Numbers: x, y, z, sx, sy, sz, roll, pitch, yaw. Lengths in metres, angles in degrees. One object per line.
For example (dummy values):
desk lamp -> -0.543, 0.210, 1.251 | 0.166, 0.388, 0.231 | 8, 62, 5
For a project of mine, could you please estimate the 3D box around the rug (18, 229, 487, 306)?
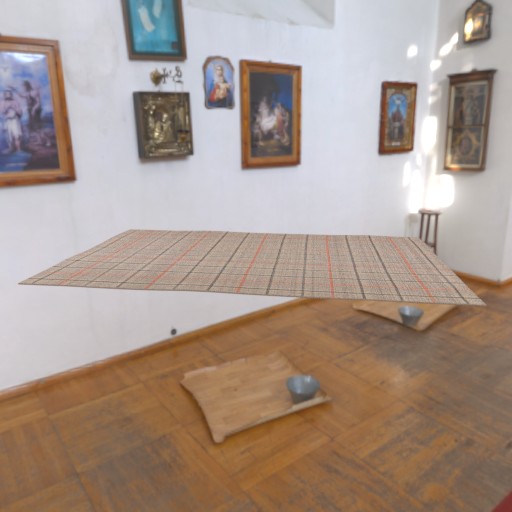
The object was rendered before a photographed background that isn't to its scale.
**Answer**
rug -> 0.000, 0.000, 3.011 | 2.439, 0.015, 1.524 | 2, 15, 8
